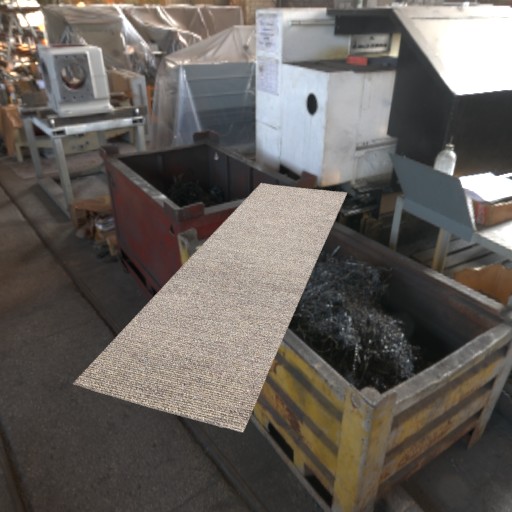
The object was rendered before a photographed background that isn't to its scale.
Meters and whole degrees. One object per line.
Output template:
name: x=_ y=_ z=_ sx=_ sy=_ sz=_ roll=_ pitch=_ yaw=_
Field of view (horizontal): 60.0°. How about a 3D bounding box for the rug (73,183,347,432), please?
rug: x=0.000 y=0.000 z=2.557 sx=0.697 sy=0.013 sz=2.335 roll=10 pitch=31 yaw=16
